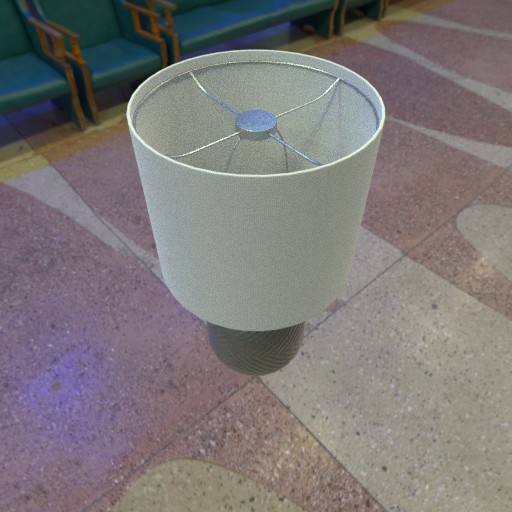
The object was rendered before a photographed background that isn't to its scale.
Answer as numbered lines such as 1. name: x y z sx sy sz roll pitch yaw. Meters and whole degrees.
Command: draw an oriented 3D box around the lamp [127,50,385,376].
1. lamp: 0.000 0.000 0.492 0.207 0.366 0.207 -30 53 -26
